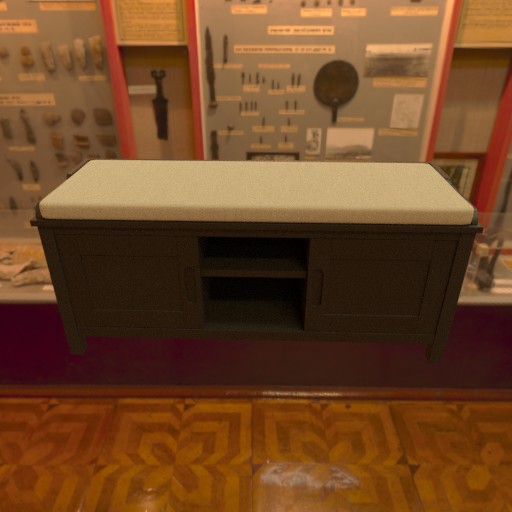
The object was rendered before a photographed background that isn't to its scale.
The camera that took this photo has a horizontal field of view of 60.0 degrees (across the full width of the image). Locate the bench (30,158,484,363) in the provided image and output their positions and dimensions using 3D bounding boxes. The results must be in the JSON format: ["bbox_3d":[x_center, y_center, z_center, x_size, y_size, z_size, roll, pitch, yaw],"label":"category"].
[{"bbox_3d":[0.000,0.000,1.383,1.140,0.501,0.398,1,29,2],"label":"bench"}]
